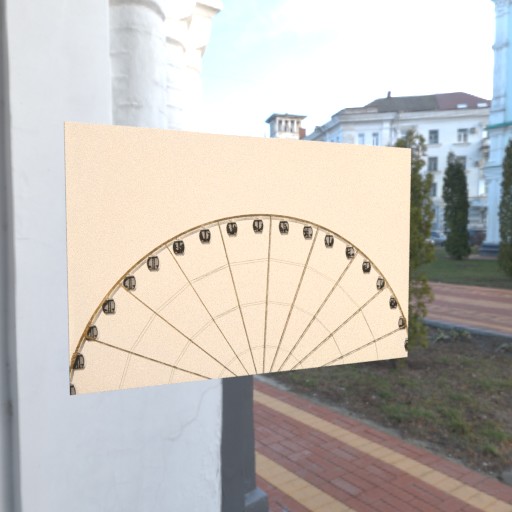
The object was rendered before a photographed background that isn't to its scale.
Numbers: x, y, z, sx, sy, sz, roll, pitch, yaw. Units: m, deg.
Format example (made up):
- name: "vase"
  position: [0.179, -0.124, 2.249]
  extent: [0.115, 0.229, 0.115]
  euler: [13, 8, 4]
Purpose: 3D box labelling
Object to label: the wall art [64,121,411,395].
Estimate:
- name: "wall art"
  position: [0.000, 0.000, 0.491]
  extent: [0.384, 0.254, 0.039]
  euler: [-1, 3, -19]
